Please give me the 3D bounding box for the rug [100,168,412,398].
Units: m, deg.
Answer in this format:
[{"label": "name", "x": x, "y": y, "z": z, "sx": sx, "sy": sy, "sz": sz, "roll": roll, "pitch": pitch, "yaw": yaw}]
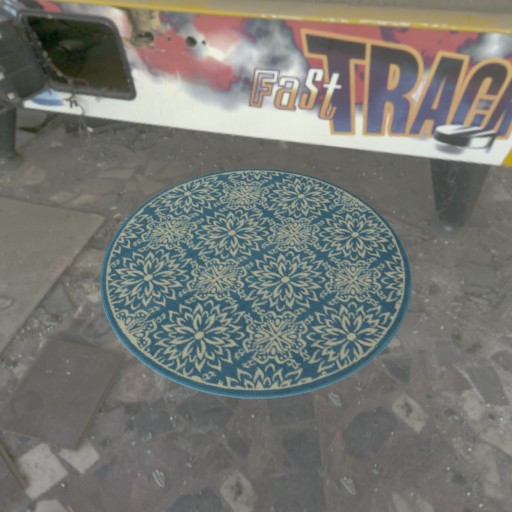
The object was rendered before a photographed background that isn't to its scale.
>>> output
[{"label": "rug", "x": 0.000, "y": 0.000, "z": 2.331, "sx": 1.593, "sy": 0.012, "sz": 1.593, "roll": 0, "pitch": 46, "yaw": 0}]
